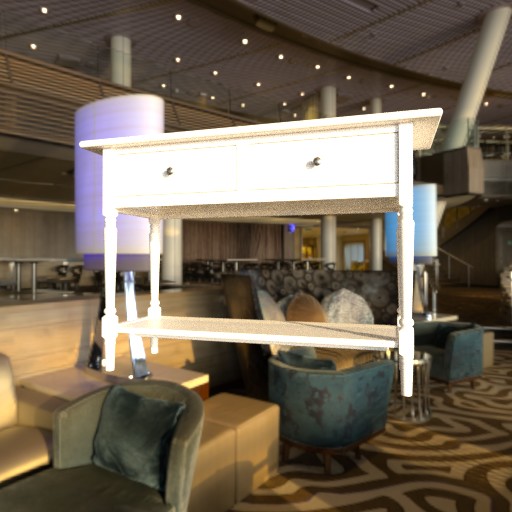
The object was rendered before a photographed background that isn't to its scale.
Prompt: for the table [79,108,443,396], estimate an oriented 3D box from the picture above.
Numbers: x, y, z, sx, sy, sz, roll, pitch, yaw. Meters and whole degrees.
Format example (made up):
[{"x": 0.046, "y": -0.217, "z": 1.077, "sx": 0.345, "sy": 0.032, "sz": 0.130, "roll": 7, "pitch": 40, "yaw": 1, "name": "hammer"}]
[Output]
[{"x": 0.000, "y": 0.000, "z": 1.573, "sx": 1.191, "sy": 0.814, "sz": 0.386, "roll": 0, "pitch": -1, "yaw": 17, "name": "table"}]
